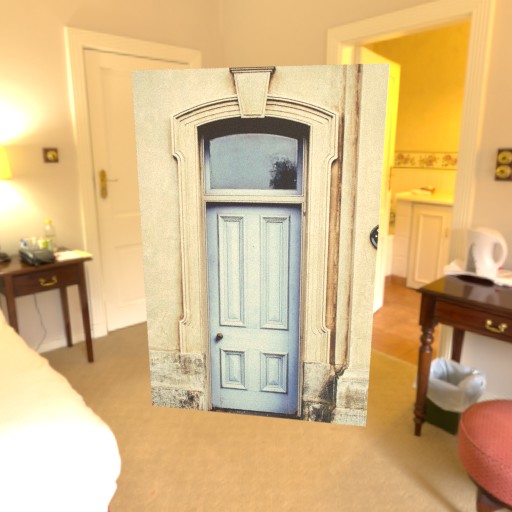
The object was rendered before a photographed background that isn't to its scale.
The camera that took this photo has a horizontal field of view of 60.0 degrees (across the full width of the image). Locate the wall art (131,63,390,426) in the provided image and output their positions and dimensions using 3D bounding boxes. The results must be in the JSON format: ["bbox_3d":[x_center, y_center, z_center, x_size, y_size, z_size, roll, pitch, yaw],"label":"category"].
[{"bbox_3d":[0.000,0.000,0.969,0.508,0.764,0.038,2,14,9],"label":"wall art"}]
